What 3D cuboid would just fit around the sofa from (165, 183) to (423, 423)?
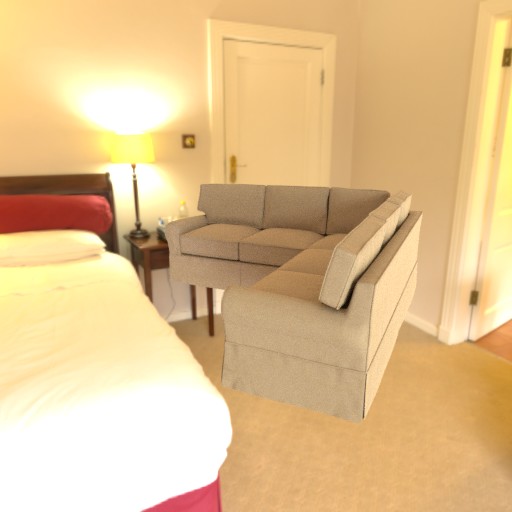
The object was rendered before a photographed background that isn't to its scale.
[{"bbox_3d":[0.000,0.000,4.238,2.730,1.124,2.733,7,17,24],"label":"sofa"}]
